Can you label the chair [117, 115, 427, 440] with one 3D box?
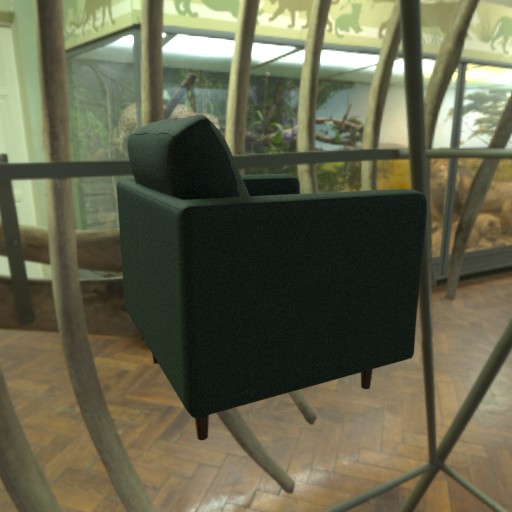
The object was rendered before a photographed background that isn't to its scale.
[{"bbox_3d":[0.000,0.000,1.574,0.800,0.927,0.855,-7,16,-26],"label":"chair"}]
